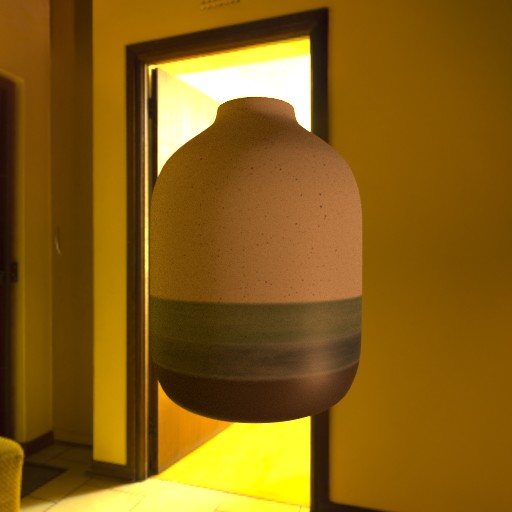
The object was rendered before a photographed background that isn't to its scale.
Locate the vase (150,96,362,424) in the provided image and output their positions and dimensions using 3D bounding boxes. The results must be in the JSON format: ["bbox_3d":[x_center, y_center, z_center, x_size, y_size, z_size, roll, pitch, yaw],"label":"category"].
[{"bbox_3d":[0.000,0.000,0.363,0.169,0.240,0.169,0,0,0],"label":"vase"}]
